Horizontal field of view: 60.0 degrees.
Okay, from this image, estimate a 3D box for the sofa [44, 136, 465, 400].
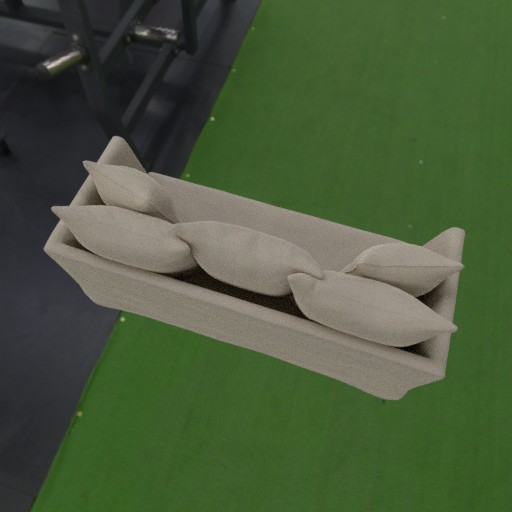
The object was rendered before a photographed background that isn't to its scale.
[{"bbox_3d":[0.000,0.000,2.984,2.499,1.047,1.046,16,64,8],"label":"sofa"}]
